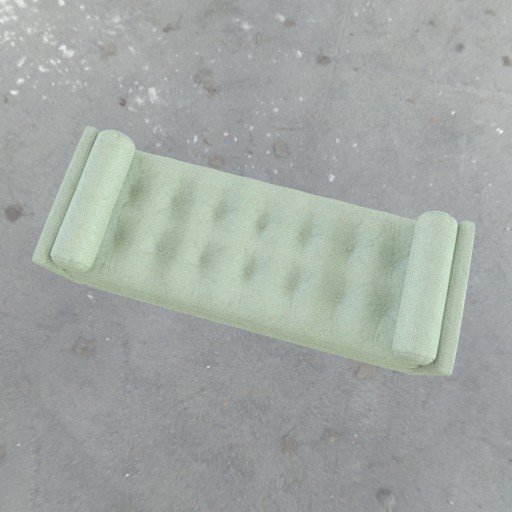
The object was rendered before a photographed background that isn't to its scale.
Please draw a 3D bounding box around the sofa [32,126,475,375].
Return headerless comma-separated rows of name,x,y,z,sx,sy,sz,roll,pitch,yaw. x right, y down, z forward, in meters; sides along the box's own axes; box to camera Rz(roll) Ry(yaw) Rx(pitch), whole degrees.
sofa,0.000,0.000,2.476,2.102,0.705,0.796,15,76,4
